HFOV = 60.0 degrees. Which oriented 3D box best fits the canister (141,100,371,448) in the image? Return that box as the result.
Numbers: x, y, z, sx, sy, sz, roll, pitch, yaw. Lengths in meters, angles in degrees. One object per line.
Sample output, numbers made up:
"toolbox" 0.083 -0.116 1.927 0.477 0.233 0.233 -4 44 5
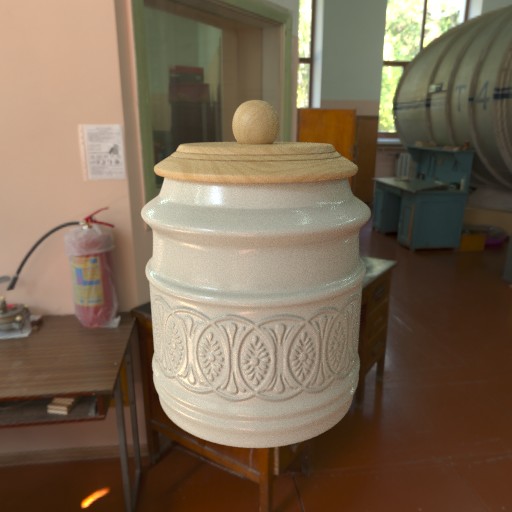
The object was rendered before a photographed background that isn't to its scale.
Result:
"canister" 0.000 0.000 0.266 0.130 0.176 0.130 0 16 0
